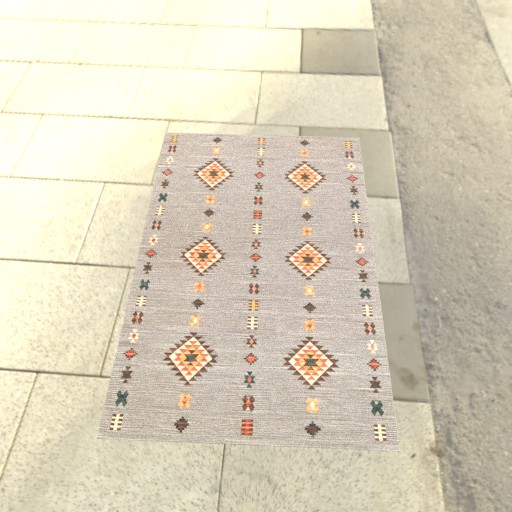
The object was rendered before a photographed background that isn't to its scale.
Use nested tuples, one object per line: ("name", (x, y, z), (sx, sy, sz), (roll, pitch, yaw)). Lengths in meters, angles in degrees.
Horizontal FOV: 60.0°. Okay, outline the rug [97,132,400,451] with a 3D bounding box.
("rug", (0.000, 0.000, 2.278), (1.217, 0.005, 1.818), (2, 56, 1))
